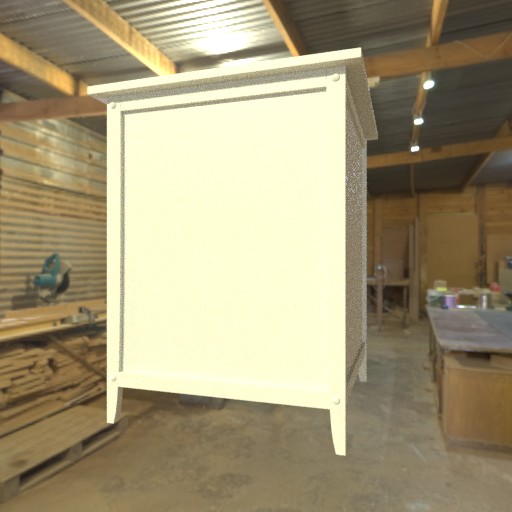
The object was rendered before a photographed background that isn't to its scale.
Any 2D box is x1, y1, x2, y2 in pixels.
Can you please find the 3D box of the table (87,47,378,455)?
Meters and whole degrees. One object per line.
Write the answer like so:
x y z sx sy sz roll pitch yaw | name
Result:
0.000 0.000 0.752 0.381 0.483 0.381 0 0 18 | table
